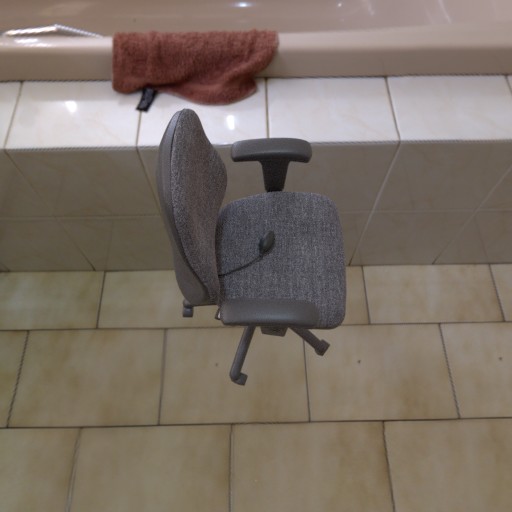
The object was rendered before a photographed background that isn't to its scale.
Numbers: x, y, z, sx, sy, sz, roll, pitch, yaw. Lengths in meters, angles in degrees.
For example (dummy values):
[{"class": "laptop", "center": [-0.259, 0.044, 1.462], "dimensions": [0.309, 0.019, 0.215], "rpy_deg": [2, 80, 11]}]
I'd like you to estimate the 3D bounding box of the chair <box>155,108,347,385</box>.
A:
[{"class": "chair", "center": [0.000, 0.000, 1.236], "dimensions": [0.530, 0.910, 0.550], "rpy_deg": [1, 63, 1]}]
